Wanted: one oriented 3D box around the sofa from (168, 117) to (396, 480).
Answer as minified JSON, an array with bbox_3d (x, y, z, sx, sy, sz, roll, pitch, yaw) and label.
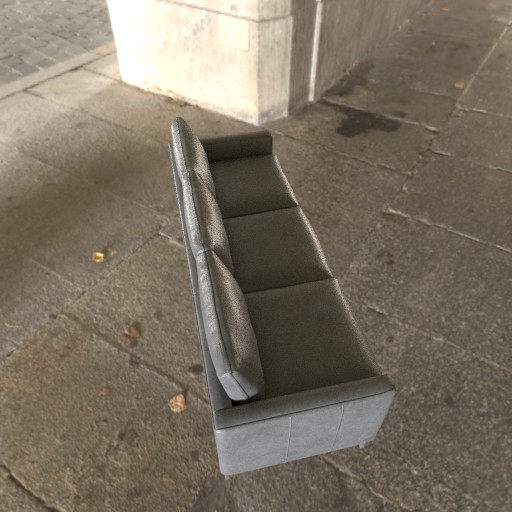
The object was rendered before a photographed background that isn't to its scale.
[{"bbox_3d":[0.000,0.000,2.427,0.748,0.805,2.029,-9,46,-9],"label":"sofa"}]
